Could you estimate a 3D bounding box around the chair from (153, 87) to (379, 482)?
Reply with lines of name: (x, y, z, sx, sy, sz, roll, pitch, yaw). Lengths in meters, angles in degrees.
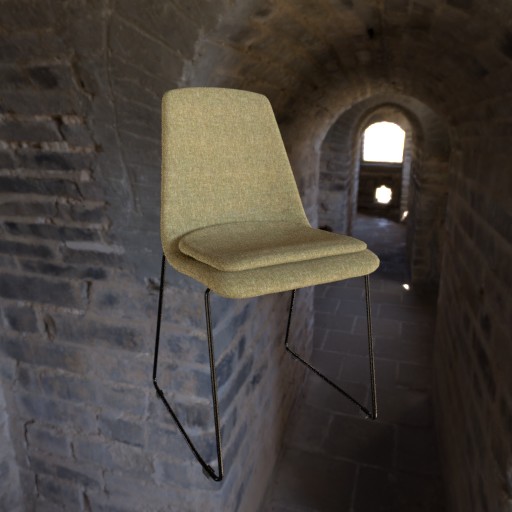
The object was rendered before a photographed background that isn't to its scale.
chair: (0.000, 0.000, 1.137, 0.479, 0.849, 0.496, -8, 18, -27)
